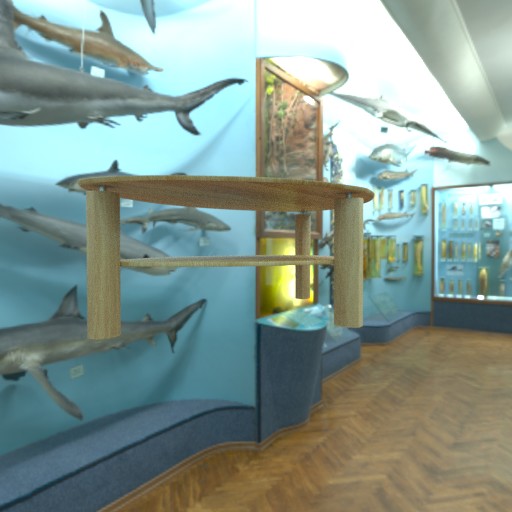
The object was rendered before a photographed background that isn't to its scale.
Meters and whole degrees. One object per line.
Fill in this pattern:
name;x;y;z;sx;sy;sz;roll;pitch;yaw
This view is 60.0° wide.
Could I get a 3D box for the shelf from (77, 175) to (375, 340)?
shelf;0.000;0.000;1.634;0.845;0.440;1.246;1;2;36
